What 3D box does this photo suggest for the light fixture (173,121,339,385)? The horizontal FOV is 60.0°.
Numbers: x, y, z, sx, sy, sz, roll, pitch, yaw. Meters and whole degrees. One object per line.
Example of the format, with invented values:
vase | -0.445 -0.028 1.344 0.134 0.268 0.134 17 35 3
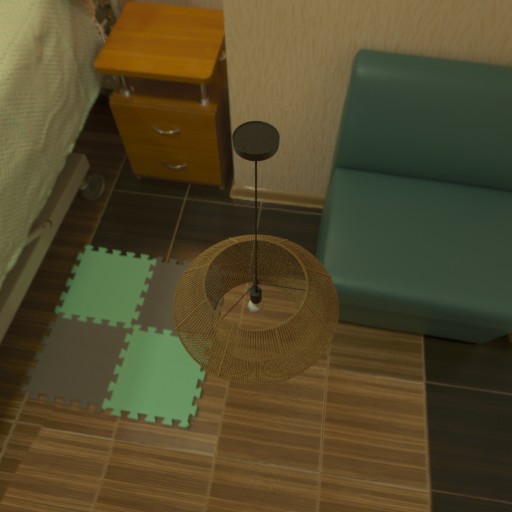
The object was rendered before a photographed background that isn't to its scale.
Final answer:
light fixture | 0.000 0.000 1.426 0.643 1.009 0.643 0 58 0
